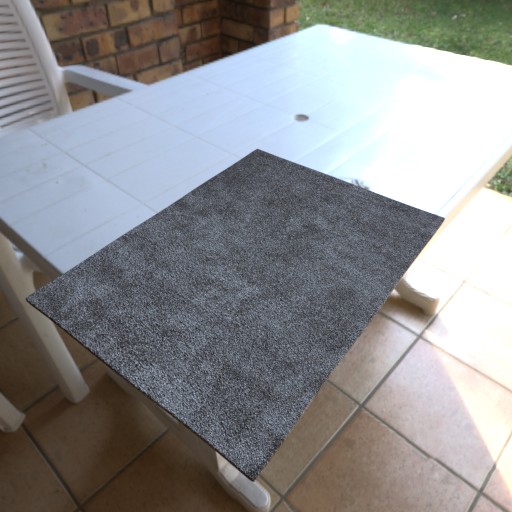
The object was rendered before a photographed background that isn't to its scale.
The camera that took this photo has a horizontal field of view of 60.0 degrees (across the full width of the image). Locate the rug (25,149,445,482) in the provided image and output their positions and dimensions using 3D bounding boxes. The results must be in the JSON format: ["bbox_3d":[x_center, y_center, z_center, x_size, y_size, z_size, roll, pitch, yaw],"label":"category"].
[{"bbox_3d":[0.000,0.000,2.049,1.198,0.025,1.601,27,48,27],"label":"rug"}]
